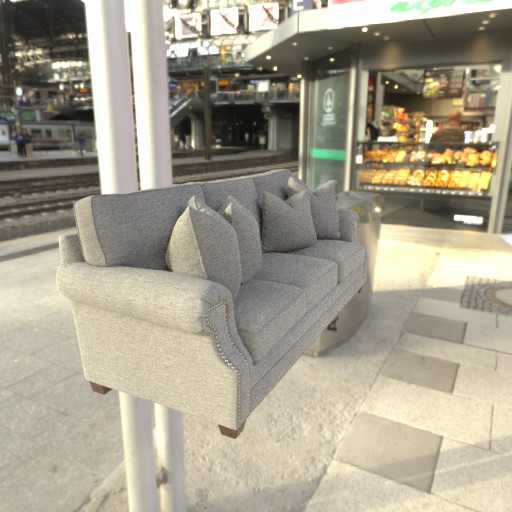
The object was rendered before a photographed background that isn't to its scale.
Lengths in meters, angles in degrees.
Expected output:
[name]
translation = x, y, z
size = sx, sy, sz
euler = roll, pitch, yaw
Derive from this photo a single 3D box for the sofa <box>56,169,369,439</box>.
[sofa]
translation = 0.000, 0.000, 2.812
size = 0.965, 0.975, 2.312
euler = 8, 17, 26
